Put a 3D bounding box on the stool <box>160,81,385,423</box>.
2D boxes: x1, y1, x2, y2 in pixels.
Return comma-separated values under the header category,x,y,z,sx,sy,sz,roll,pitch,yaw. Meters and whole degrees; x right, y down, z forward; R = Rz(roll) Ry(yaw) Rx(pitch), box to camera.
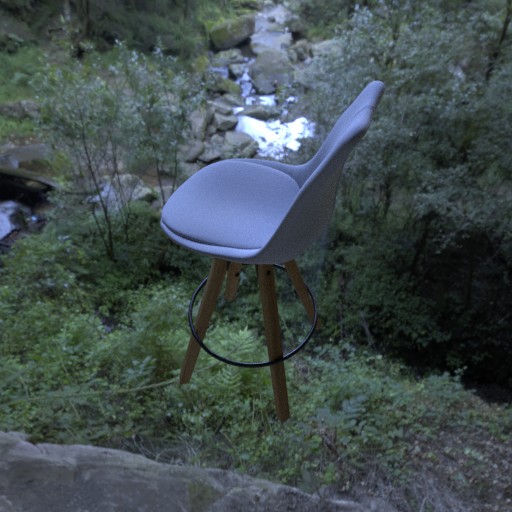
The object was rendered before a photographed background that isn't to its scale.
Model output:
category,x,y,z,sx,sy,sz,roll,pitch,yaw
stool,0.000,0.000,1.398,0.550,1.115,0.484,16,48,15
